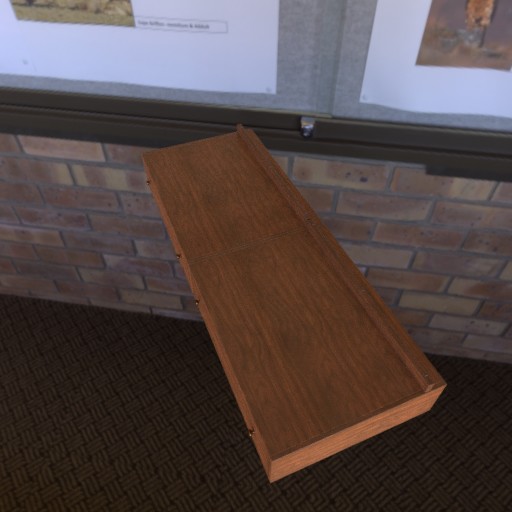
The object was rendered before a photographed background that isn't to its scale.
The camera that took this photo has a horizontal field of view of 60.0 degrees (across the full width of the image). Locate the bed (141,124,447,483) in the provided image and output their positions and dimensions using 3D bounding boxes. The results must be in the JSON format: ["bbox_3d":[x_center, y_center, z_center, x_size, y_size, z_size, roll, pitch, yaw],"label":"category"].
[{"bbox_3d":[0.000,0.000,2.386,0.787,0.326,2.057,-17,49,-15],"label":"bed"}]
